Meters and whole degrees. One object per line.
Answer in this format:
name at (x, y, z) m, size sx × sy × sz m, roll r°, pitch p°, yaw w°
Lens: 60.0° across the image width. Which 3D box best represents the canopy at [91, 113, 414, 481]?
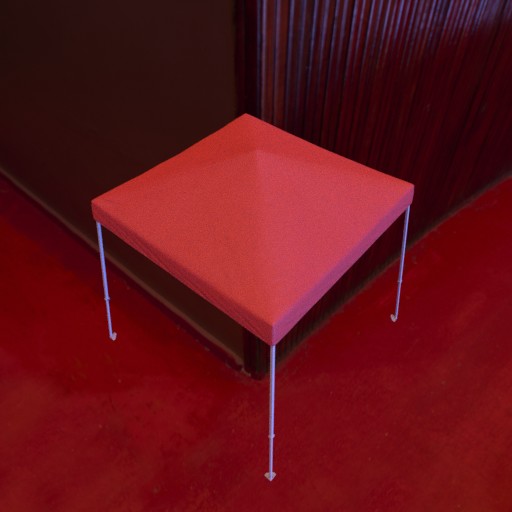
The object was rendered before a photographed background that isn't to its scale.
canopy at (0.000, 0.000, 6.532) m, size 3.600 × 3.600 × 3.599 m, roll 31°, pitch 53°, yaw 27°
